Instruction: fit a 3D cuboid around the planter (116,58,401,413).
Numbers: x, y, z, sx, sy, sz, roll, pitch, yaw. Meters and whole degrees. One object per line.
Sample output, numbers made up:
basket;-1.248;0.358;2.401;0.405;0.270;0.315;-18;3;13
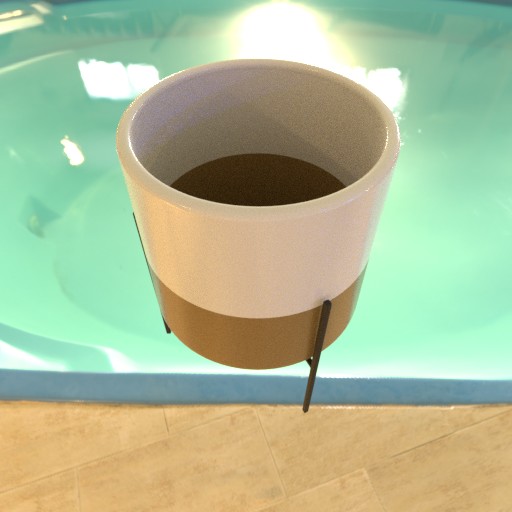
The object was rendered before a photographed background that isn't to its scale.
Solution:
planter;0.000;0.000;0.632;0.310;0.432;0.310;-10;49;-9
